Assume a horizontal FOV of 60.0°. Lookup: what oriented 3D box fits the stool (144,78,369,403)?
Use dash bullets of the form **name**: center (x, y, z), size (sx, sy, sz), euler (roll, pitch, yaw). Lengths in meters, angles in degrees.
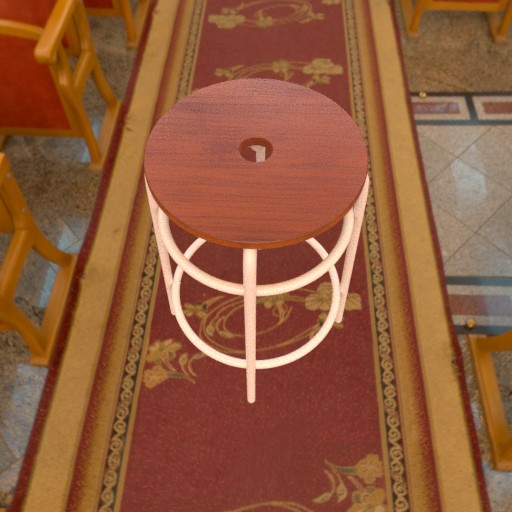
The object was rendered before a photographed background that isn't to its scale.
- **stool**: center (0.000, 0.000, 0.923), size (0.455, 0.610, 0.455), euler (3, 58, 2)
